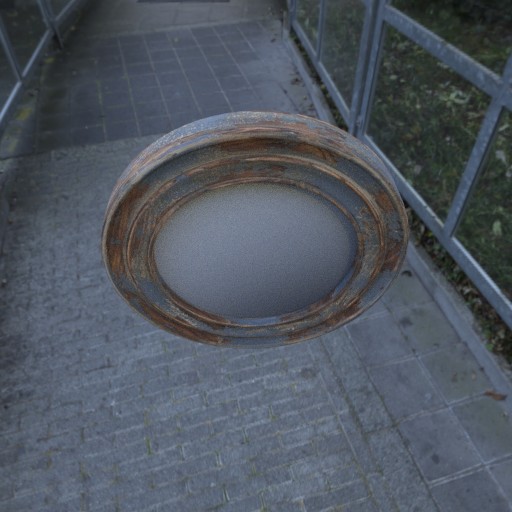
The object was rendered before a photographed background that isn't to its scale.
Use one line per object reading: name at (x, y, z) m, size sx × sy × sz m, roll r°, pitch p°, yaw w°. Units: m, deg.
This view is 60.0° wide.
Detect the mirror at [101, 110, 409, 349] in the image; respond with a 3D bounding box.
mirror at (0.000, 0.000, 0.878) m, size 0.585 × 0.585 × 0.061 m, roll -2°, pitch 45°, yaw -2°
